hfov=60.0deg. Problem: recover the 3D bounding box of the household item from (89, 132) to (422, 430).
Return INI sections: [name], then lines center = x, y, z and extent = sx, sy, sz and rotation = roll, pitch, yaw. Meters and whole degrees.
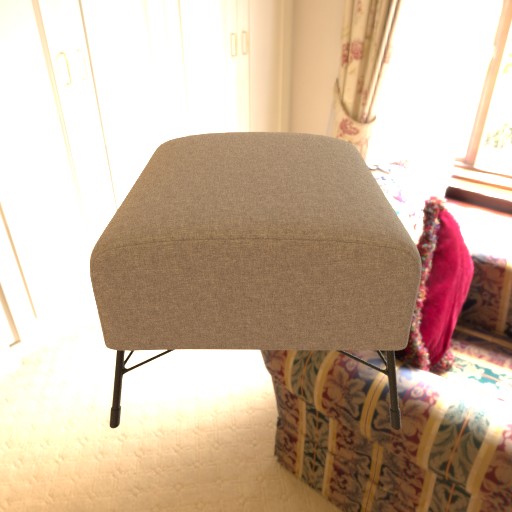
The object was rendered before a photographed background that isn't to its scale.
[household item]
center = 0.000, 0.000, 0.920
extent = 0.530, 0.410, 0.530
rotation = 0, 31, 0
